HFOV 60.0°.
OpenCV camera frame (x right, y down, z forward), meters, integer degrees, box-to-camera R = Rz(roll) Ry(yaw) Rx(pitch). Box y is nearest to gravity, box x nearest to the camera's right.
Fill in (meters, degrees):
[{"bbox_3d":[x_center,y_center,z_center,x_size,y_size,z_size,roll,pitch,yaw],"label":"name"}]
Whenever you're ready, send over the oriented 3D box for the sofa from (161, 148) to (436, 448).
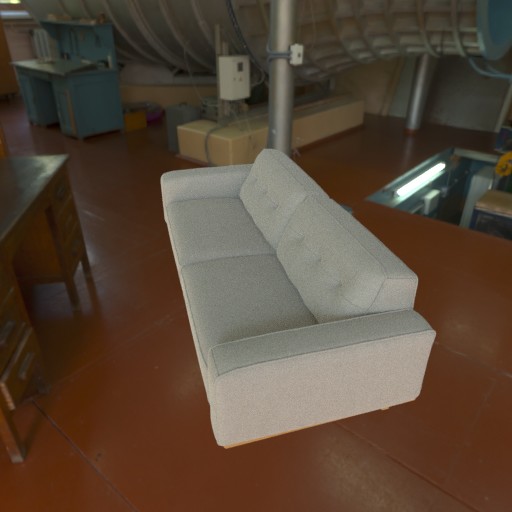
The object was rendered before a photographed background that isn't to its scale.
[{"bbox_3d":[0.000,0.000,2.730,0.956,0.781,2.270,-8,31,-13],"label":"sofa"}]
